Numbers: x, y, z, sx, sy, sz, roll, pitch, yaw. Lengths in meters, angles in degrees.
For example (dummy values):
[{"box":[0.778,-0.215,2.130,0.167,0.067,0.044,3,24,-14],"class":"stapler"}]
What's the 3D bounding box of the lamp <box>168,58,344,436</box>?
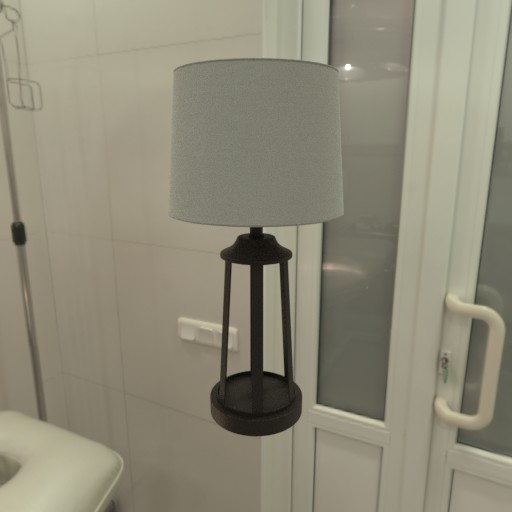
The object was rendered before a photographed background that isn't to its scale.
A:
[{"box":[0.000,0.000,0.661,0.251,0.509,0.251,0,14,0],"class":"lamp"}]
